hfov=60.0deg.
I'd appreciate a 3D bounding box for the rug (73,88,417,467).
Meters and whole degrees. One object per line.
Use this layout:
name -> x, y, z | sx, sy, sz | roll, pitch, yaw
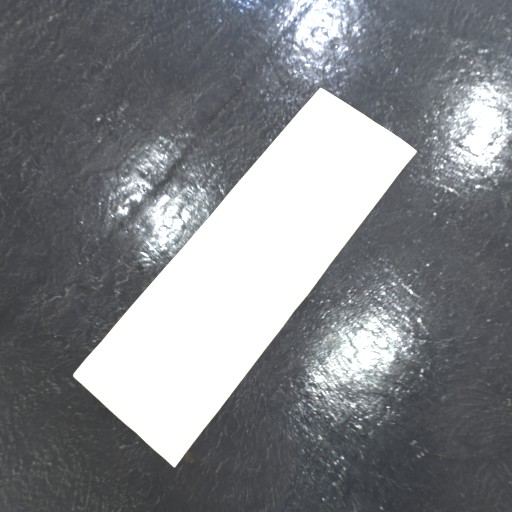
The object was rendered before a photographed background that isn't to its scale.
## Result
rug -> 0.000, 0.000, 2.743 | 0.793, 0.014, 2.450 | 37, 78, 9
